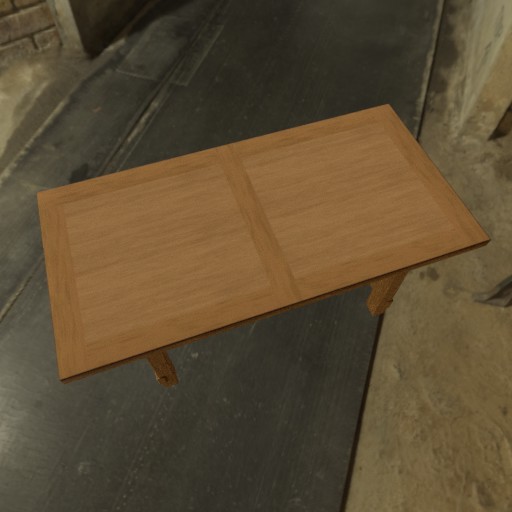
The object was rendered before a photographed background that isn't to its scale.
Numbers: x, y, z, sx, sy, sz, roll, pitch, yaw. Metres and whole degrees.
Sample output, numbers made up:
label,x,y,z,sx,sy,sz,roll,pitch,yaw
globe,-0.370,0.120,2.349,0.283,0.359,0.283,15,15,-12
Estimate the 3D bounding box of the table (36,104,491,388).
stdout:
label,x,y,z,sx,sy,sz,roll,pitch,yaw
table,0.000,0.000,2.468,1.982,0.762,1.000,-17,60,-10
